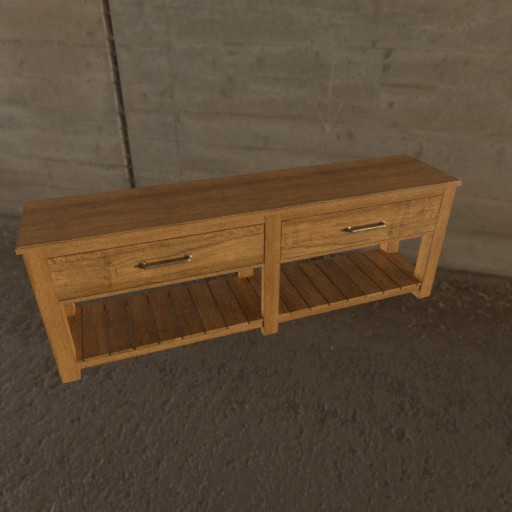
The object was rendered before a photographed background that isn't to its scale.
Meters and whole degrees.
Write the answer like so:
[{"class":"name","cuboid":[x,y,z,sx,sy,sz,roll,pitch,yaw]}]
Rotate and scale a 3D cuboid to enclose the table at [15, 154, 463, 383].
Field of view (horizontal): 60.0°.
[{"class":"table","cuboid":[0.000,0.000,2.031,1.815,0.635,0.425,-10,32,-17]}]
